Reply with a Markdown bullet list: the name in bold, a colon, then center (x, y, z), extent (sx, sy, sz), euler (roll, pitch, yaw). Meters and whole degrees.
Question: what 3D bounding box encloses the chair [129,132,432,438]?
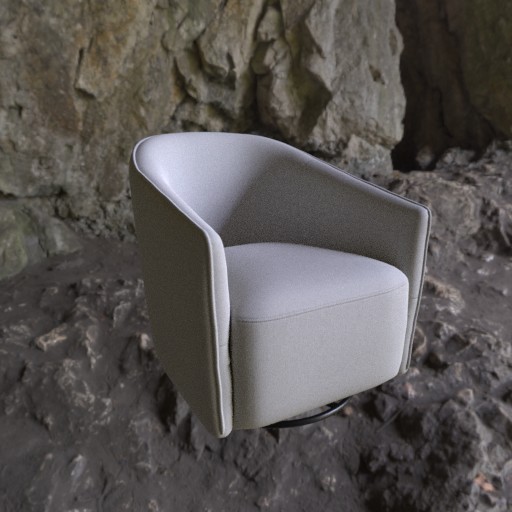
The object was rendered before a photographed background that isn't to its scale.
- **chair**: center (0.000, 0.000, 1.469), extent (0.747, 0.799, 0.875), euler (-8, 17, -28)
